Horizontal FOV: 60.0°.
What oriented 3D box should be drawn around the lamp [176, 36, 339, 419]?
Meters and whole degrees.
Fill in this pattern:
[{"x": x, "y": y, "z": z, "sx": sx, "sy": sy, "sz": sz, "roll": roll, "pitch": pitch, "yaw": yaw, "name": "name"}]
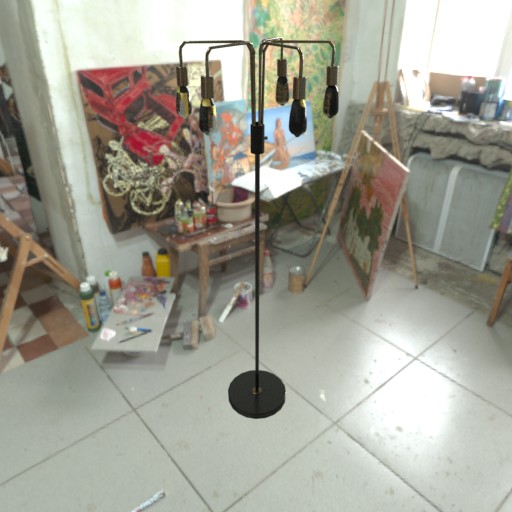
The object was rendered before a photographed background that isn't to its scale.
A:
[{"x": 0.000, "y": 0.000, "z": 1.959, "sx": 0.572, "sy": 1.721, "sz": 0.599, "roll": 10, "pitch": 31, "yaw": 17, "name": "lamp"}]
